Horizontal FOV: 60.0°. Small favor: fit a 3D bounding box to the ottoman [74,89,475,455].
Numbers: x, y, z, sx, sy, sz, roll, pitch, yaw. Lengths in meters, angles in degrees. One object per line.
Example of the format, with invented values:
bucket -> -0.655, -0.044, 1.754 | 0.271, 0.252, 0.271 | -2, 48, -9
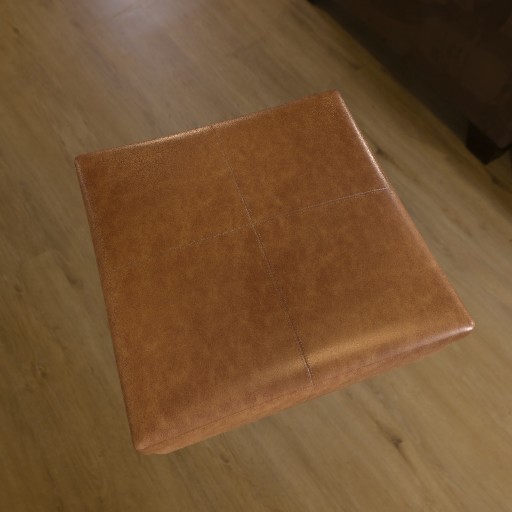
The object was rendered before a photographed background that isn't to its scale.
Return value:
ottoman -> 0.000, 0.000, 1.783 | 1.169, 0.483, 1.168 | -17, 65, -8
